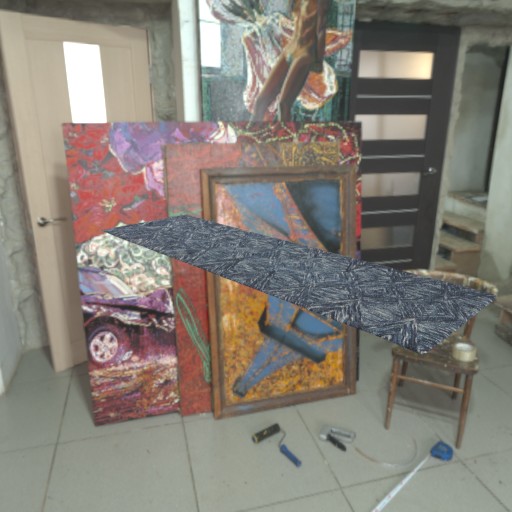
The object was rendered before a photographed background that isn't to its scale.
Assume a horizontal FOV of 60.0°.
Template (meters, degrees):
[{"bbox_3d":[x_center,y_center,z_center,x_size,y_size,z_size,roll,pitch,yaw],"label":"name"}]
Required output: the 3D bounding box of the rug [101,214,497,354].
[{"bbox_3d":[0.000,0.000,2.476,0.719,0.013,2.306,-17,24,-42],"label":"rug"}]
